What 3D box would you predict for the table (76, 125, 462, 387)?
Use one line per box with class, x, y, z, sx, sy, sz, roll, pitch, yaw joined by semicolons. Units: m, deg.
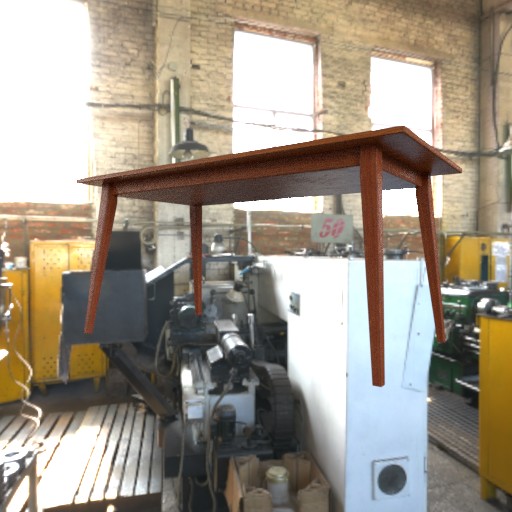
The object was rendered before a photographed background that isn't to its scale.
table;0.000;0.000;2.052;1.609;0.755;0.811;0;1;36
